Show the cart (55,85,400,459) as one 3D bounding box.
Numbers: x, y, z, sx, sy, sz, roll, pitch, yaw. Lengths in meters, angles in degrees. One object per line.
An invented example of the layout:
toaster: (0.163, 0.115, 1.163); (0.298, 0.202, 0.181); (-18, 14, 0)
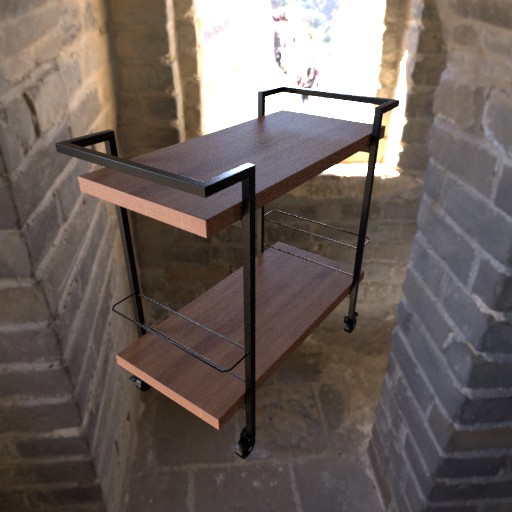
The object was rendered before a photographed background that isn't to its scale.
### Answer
cart: (0.000, 0.000, 1.246); (0.406, 0.762, 0.806); (20, 36, 31)
